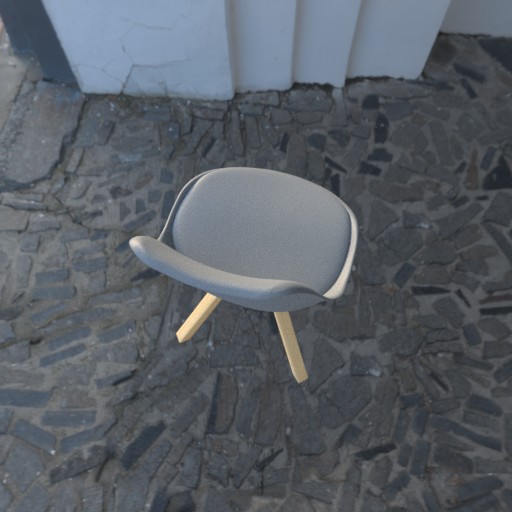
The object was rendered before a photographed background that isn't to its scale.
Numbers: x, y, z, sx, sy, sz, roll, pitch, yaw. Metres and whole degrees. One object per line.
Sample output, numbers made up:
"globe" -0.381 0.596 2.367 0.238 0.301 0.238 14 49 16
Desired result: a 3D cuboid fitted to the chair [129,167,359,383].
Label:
"chair" 0.000 0.000 1.162 0.485 0.850 0.549 17 65 8
